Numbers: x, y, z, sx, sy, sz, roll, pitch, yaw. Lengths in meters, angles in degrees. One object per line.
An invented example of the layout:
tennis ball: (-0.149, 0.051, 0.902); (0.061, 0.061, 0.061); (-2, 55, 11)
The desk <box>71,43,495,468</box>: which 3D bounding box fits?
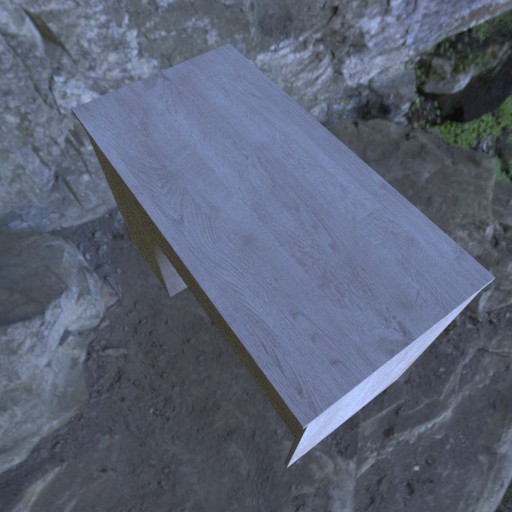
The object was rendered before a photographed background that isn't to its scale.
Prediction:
desk: (0.000, 0.000, 1.473); (0.560, 0.735, 1.097); (-31, 63, -18)
